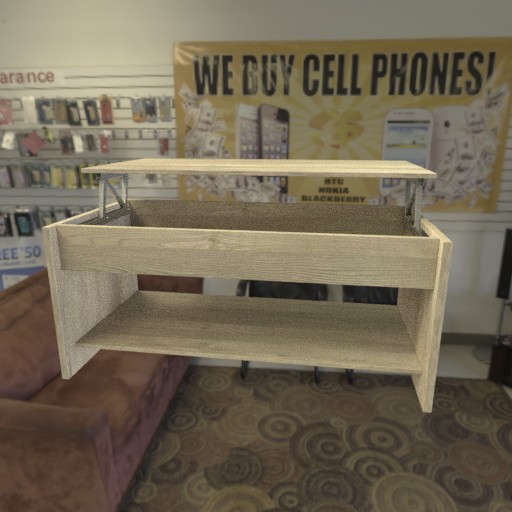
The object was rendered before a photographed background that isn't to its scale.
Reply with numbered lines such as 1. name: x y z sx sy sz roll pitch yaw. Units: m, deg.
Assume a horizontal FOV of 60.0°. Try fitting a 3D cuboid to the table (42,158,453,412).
1. table: 0.000 0.000 1.440 1.000 0.570 0.712 2 16 9
